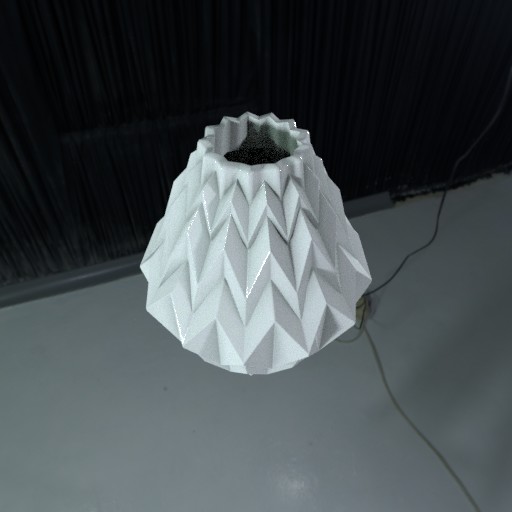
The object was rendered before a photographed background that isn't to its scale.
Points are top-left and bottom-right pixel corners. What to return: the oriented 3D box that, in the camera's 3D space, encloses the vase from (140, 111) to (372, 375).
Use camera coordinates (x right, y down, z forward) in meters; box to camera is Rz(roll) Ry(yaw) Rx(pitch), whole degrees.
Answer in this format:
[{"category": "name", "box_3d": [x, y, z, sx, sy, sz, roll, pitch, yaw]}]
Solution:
[{"category": "vase", "box_3d": [0.000, 0.000, 0.312, 0.164, 0.185, 0.164, 0, 46, 0]}]
